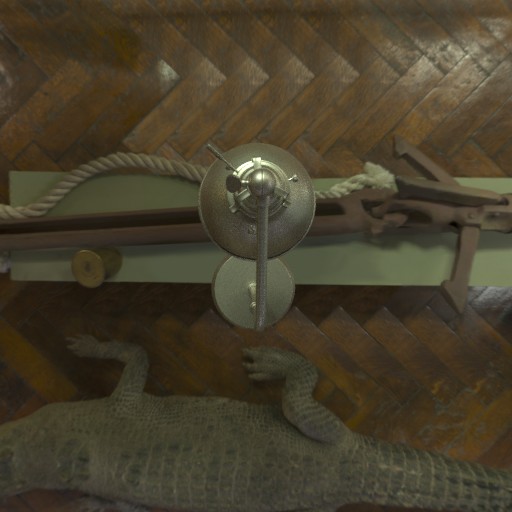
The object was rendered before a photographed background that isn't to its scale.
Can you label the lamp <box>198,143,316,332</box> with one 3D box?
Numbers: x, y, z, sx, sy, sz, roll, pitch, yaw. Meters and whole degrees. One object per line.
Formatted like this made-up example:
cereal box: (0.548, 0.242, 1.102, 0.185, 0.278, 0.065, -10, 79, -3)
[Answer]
lamp: (0.000, 0.000, 0.581, 0.153, 0.456, 0.286, 0, 92, -1)
